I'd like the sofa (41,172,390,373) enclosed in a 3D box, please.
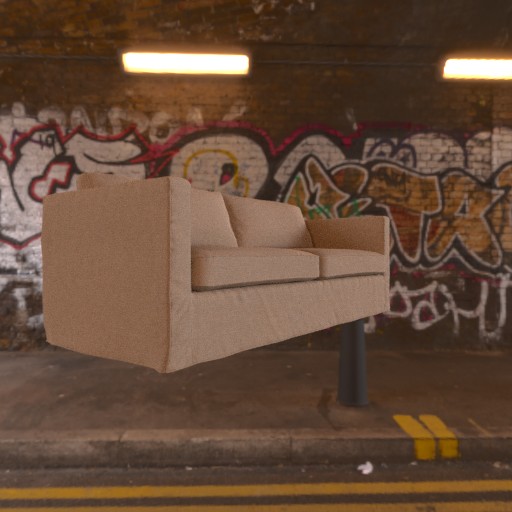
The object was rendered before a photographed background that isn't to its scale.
[{"bbox_3d":[0.000,0.000,2.784,0.956,0.847,2.296,0,0,37],"label":"sofa"}]
